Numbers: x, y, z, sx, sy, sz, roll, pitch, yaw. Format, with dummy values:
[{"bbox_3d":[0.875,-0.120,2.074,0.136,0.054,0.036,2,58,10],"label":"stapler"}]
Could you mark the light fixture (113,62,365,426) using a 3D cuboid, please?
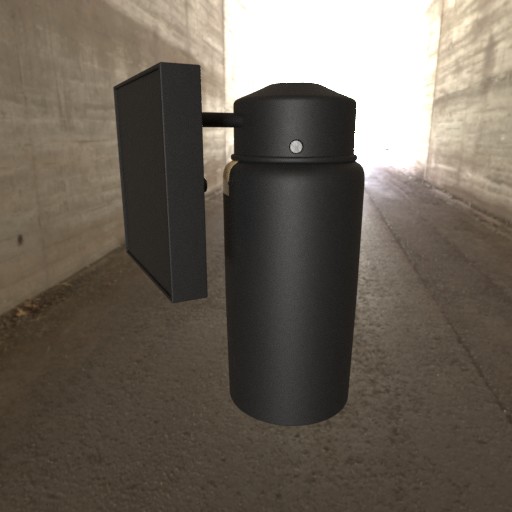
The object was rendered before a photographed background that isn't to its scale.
[{"bbox_3d":[0.000,0.000,0.350,0.176,0.257,0.130,-8,17,-26],"label":"light fixture"}]
